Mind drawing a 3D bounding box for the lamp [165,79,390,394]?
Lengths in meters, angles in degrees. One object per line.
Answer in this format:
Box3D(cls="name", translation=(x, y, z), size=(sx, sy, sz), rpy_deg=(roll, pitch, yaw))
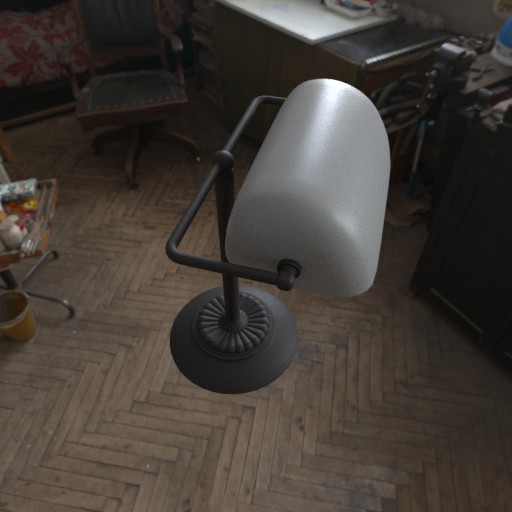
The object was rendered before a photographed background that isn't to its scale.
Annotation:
Box3D(cls="lamp", translation=(0.000, 0.000, 0.492), size=(0.243, 0.339, 0.264), rpy_deg=(12, 48, 11))
